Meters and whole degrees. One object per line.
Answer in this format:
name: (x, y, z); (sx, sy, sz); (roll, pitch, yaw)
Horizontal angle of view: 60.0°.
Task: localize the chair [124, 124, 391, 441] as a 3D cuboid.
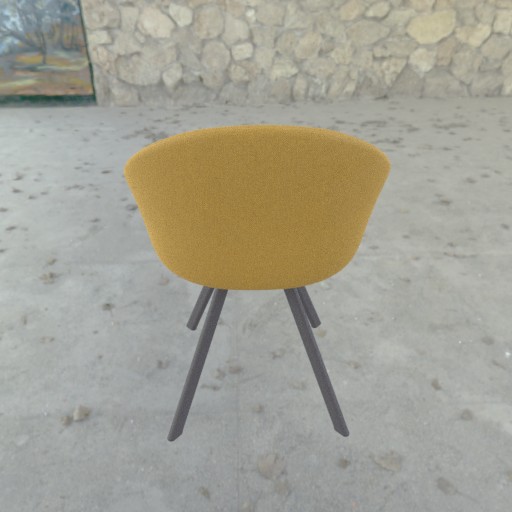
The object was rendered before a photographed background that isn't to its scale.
chair: (0.000, 0.000, 1.146); (0.551, 0.793, 0.583); (-1, 29, -2)
